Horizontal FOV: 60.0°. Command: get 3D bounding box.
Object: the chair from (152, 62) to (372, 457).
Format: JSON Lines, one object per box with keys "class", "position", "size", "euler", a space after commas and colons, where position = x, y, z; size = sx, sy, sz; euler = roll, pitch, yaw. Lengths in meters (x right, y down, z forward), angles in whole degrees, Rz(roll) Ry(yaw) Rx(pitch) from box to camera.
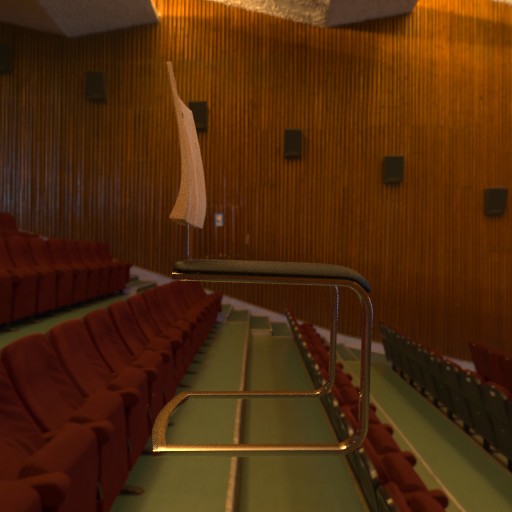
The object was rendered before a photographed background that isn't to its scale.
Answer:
{"class": "chair", "position": [0.000, 0.000, 1.257], "size": [0.560, 0.936, 0.462], "euler": [0, 0, -1]}
